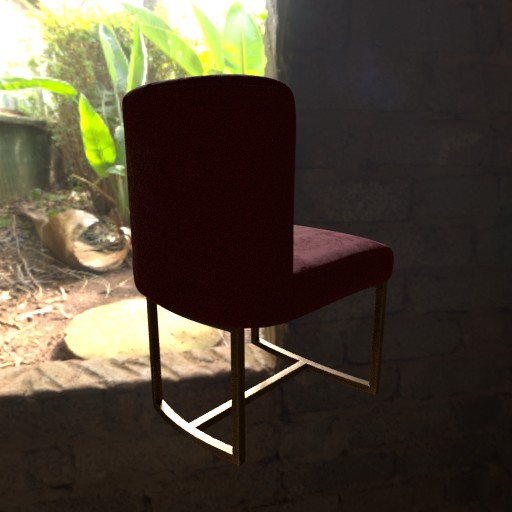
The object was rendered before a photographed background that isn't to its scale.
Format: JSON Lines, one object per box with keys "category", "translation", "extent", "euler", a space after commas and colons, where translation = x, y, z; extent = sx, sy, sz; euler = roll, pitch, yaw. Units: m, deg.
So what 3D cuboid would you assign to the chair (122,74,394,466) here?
{"category": "chair", "translation": [0.000, 0.000, 1.165], "extent": [0.530, 0.824, 0.560], "euler": [13, 19, 42]}
